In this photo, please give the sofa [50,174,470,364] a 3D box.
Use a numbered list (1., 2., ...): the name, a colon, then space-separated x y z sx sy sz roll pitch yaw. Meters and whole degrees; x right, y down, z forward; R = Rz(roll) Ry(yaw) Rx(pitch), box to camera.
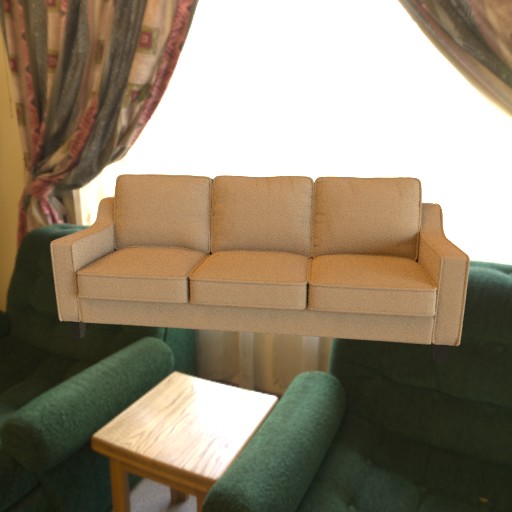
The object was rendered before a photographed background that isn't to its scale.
1. sofa: 0.000 0.000 2.585 2.131 0.902 0.791 2 15 8
